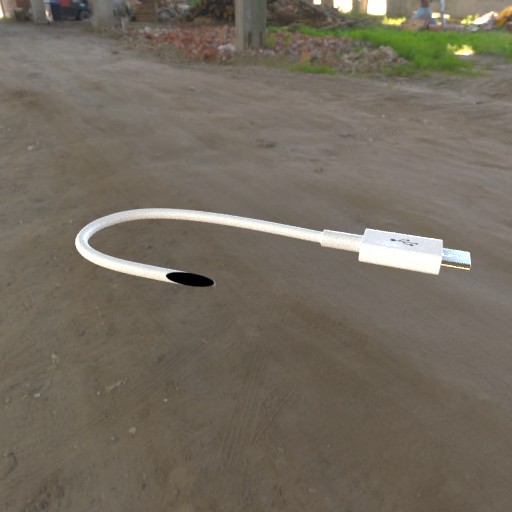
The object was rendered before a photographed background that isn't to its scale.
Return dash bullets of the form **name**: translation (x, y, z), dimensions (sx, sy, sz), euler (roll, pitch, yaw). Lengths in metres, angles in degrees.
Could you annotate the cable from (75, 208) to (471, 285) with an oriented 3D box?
- **cable**: translation (0.000, 0.000, 0.109), dimensions (0.098, 0.006, 0.040), euler (10, 32, 17)
